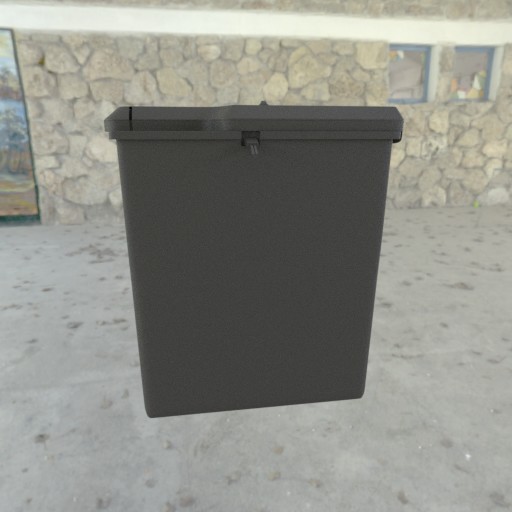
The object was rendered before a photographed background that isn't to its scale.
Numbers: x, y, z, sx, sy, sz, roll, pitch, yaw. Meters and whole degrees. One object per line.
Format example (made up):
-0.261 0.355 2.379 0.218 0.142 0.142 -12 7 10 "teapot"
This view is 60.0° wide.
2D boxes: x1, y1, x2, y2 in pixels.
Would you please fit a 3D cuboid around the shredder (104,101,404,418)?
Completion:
0.000 0.000 0.513 0.320 0.335 0.170 -2 15 -9 "shredder"
